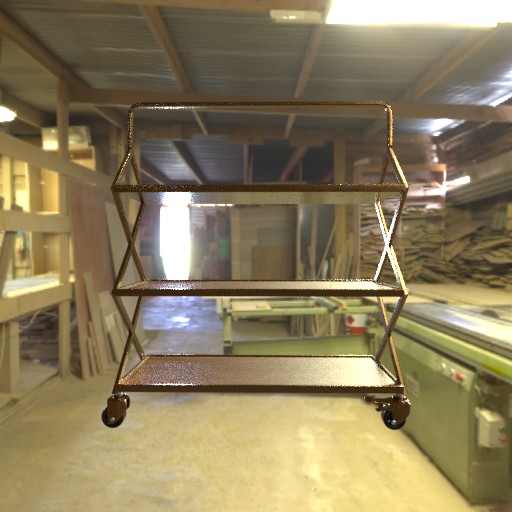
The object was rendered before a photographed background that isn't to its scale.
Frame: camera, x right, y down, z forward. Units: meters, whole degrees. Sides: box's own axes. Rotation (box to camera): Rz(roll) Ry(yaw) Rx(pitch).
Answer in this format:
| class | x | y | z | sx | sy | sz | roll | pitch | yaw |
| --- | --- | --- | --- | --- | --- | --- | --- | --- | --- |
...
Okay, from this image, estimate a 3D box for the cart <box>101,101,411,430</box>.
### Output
| class | x | y | z | sx | sy | sz | roll | pitch | yaw |
| --- | --- | --- | --- | --- | --- | --- | --- | --- | --- |
| cart | 0.000 | 0.000 | 1.173 | 0.723 | 0.805 | 0.313 | 0 | 1 | 1 |
